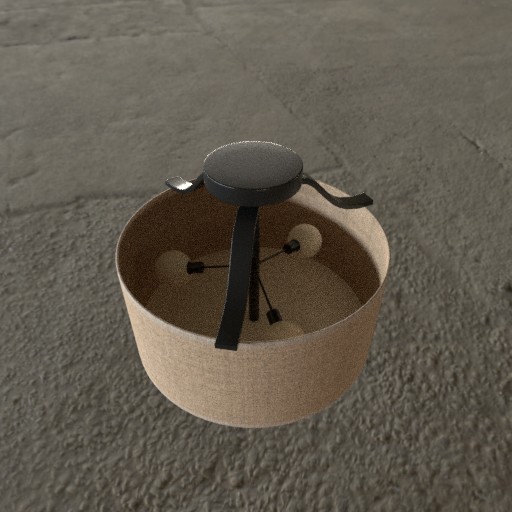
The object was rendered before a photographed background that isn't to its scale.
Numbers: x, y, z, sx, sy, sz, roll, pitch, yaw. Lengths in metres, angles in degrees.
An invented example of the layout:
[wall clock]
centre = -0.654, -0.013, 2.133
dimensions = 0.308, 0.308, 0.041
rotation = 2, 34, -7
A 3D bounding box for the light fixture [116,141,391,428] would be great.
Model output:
[light fixture]
centre = 0.000, 0.000, 0.655
dimensions = 0.390, 0.306, 0.390
rotation = 0, 40, 0
